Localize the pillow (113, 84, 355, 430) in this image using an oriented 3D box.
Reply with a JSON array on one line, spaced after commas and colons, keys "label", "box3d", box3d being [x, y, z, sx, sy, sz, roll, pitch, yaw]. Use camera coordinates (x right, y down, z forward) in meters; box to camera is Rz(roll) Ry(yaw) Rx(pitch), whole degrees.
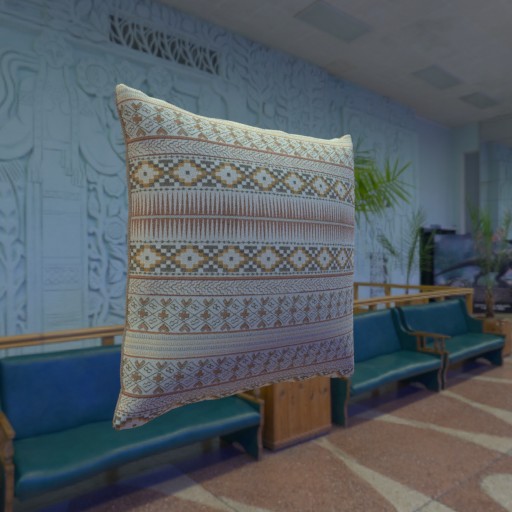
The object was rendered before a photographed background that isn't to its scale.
[{"label": "pillow", "box3d": [0.000, 0.000, 0.805, 0.521, 0.519, 0.215, 0, 0, -37]}]
